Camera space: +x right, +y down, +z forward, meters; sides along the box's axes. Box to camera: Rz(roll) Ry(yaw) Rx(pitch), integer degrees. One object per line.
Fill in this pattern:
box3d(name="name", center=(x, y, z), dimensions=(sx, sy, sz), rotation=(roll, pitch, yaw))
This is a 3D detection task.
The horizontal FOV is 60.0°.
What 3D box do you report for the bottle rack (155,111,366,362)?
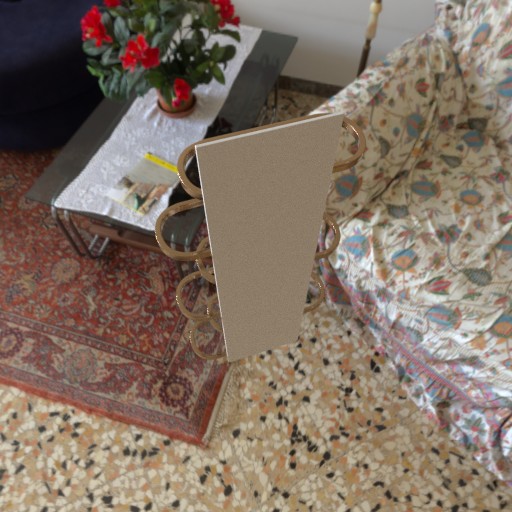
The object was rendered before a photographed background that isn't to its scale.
box3d(name="bottle rack", center=(0.000, 0.000, 0.840), dimensions=(0.332, 0.709, 0.118), rotation=(-16, 59, -10))
